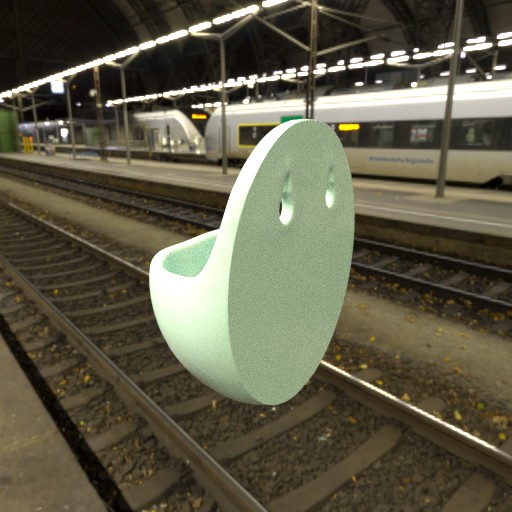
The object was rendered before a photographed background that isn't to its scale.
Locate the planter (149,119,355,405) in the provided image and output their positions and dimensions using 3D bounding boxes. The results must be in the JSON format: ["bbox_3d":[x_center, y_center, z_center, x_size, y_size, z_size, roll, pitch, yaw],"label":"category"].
[{"bbox_3d":[0.000,0.000,0.279,0.073,0.164,0.189,8,17,28],"label":"planter"}]
